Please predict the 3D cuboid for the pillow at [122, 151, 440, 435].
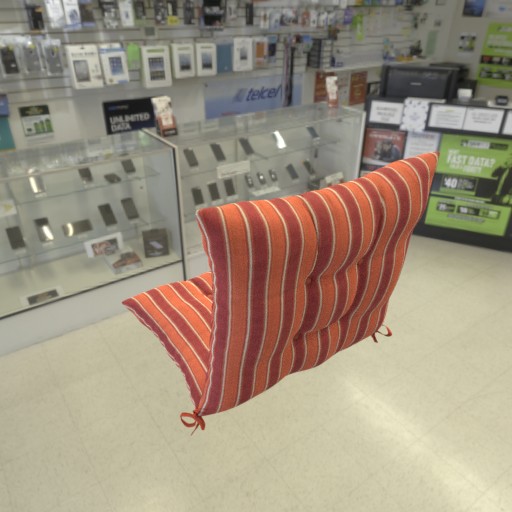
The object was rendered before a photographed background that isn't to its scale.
[{"bbox_3d":[0.000,0.000,1.015,0.541,0.536,0.585,-18,35,-28],"label":"pillow"}]
